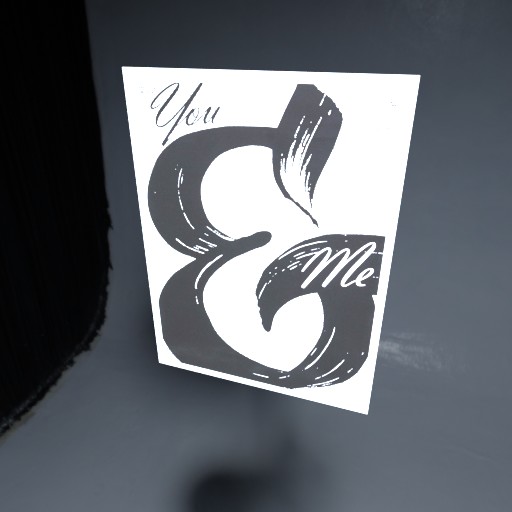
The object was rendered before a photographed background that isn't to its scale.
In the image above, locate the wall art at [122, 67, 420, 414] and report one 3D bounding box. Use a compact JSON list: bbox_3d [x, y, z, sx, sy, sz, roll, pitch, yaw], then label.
[{"bbox_3d":[0.000,0.000,0.788,0.457,0.609,0.003,9,28,17],"label":"wall art"}]
